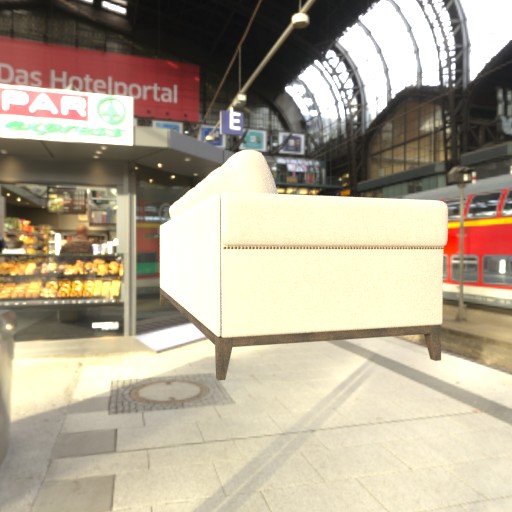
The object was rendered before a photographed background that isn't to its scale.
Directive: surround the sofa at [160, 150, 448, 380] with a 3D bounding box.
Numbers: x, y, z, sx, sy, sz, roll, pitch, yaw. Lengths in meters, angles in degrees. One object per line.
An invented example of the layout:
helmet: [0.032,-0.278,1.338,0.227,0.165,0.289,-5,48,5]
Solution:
sofa: [0.000,0.000,2.713,0.959,0.838,2.210,0,1,-17]
